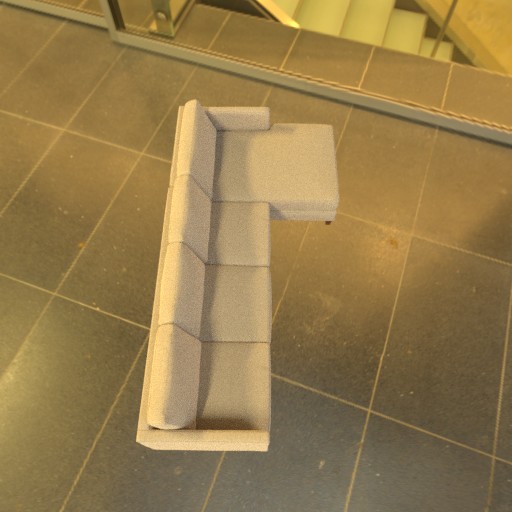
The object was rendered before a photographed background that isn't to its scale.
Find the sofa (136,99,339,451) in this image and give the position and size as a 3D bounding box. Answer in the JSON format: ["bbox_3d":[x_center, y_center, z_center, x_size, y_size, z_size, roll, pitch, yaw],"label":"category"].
[{"bbox_3d":[0.000,0.000,3.990,1.625,0.861,3.186,1,62,0],"label":"sofa"}]
